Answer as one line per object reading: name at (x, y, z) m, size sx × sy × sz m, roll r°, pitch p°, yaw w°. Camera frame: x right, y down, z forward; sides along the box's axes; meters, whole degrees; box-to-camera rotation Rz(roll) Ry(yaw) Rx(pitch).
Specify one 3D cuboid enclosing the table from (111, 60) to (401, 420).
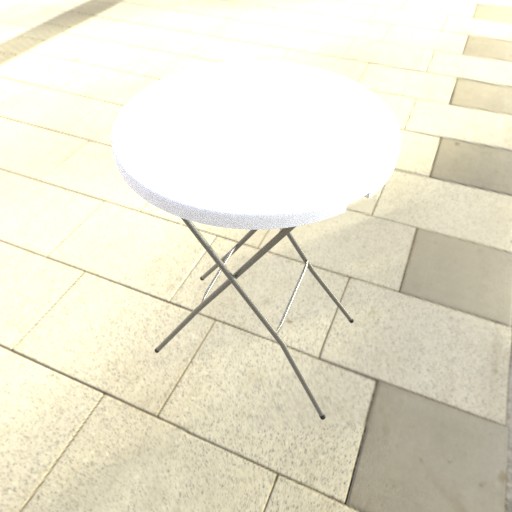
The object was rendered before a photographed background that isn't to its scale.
table at (0.000, 0.000, 1.638) m, size 0.795 × 1.105 × 0.792 m, roll 16°, pitch 49°, yaw 15°
